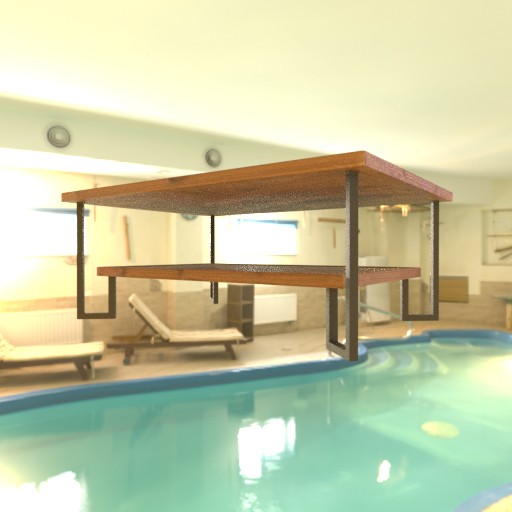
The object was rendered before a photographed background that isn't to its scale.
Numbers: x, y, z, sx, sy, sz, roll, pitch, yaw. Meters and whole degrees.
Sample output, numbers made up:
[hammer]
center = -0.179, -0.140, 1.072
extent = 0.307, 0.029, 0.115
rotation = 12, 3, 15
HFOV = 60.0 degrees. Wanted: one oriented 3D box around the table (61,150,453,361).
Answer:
[table]
center = 0.000, 0.000, 1.716
extent = 1.238, 0.492, 0.877
rotation = 0, 1, 36
